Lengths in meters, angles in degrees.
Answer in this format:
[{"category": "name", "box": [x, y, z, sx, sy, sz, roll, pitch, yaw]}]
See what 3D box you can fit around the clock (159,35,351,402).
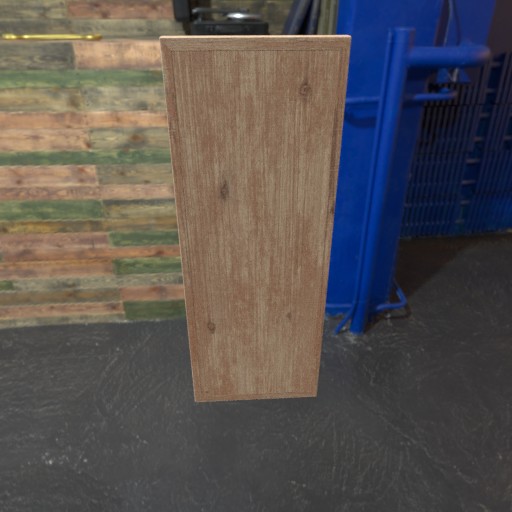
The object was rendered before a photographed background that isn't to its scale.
[{"category": "clock", "box": [0.000, 0.000, 1.083, 0.361, 0.965, 0.030, -2, 30, -3]}]
